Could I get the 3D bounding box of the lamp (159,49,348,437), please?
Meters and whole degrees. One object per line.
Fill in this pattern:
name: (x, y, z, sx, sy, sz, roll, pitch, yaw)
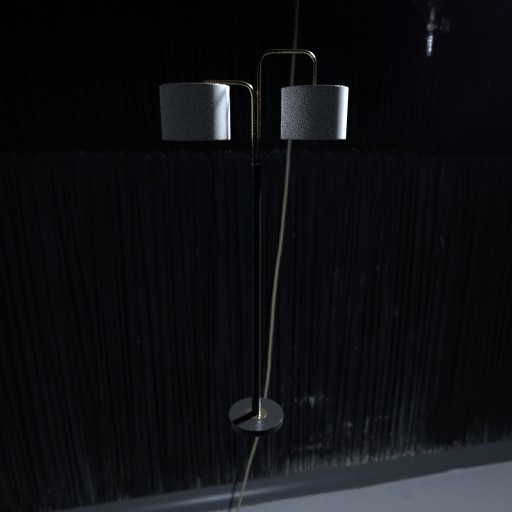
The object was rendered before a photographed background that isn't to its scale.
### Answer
lamp: (0.000, 0.000, 1.851, 0.711, 1.587, 0.254, -3, 17, -10)
